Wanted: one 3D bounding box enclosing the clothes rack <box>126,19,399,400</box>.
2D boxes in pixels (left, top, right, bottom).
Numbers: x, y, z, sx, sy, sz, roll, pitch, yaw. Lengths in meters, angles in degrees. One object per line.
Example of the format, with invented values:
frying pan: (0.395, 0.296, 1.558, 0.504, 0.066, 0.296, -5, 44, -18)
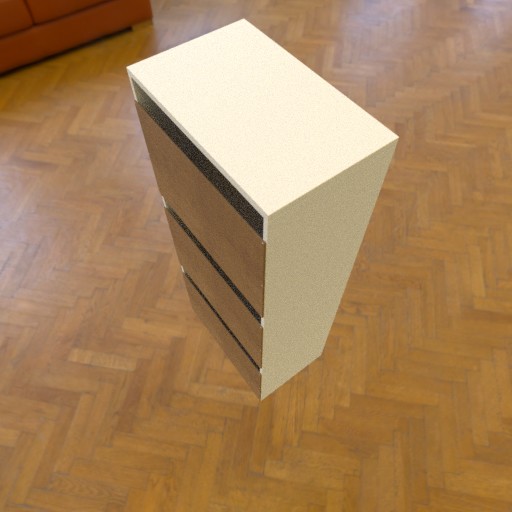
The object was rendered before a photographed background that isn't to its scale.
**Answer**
clothes rack: (0.000, 0.000, 1.396, 0.331, 1.187, 0.500, -32, 63, -19)
